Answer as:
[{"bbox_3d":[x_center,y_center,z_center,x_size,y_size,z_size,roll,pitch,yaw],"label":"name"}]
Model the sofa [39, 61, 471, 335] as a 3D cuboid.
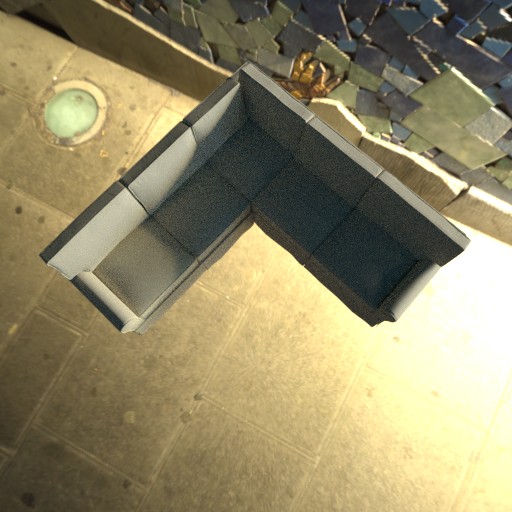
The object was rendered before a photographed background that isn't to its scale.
[{"bbox_3d":[0.000,0.000,4.016,2.597,1.070,2.591,42,80,10],"label":"sofa"}]
